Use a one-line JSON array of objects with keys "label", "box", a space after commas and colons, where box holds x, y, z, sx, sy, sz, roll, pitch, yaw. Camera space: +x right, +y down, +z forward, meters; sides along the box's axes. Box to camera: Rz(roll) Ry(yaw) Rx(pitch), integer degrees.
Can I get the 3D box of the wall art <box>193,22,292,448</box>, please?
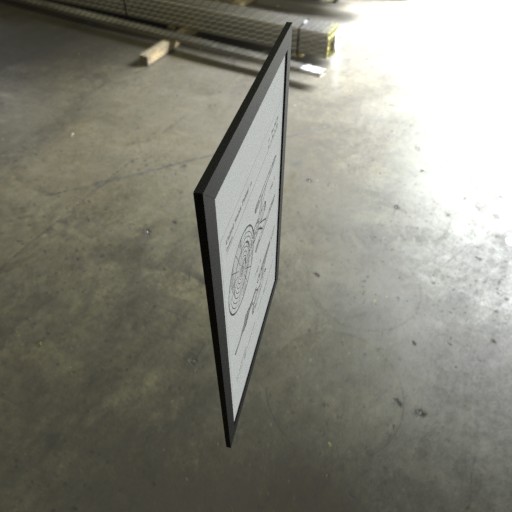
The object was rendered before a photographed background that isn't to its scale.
[{"label": "wall art", "box": [0.000, 0.000, 0.664, 0.008, 0.530, 0.379, 10, 47, 9]}]
